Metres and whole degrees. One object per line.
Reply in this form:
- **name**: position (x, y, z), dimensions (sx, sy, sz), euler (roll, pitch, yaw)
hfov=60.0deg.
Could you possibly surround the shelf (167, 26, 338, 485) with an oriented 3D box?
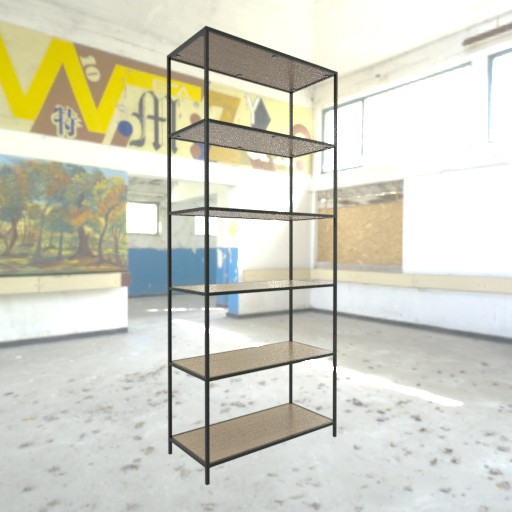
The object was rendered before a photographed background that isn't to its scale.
- **shelf**: position (0.000, 0.000, 2.155), dimensions (0.770, 1.850, 0.350), euler (-1, 1, -37)
